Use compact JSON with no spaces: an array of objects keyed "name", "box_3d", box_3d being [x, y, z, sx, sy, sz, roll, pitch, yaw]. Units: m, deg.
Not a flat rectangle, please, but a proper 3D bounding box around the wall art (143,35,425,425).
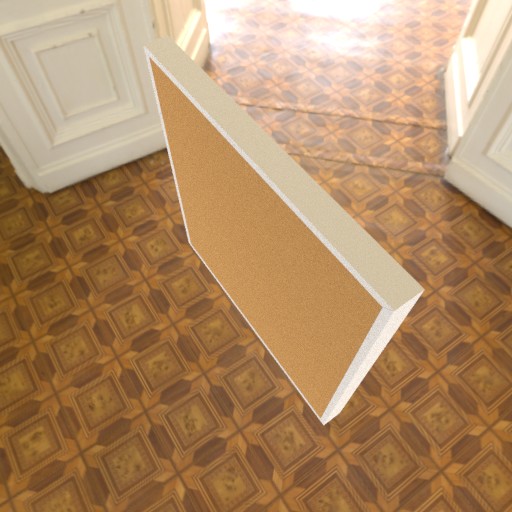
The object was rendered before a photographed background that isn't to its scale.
[{"name":"wall art","box_3d":[0.000,0.000,0.744,0.040,0.509,0.509,-30,63,-18]}]
